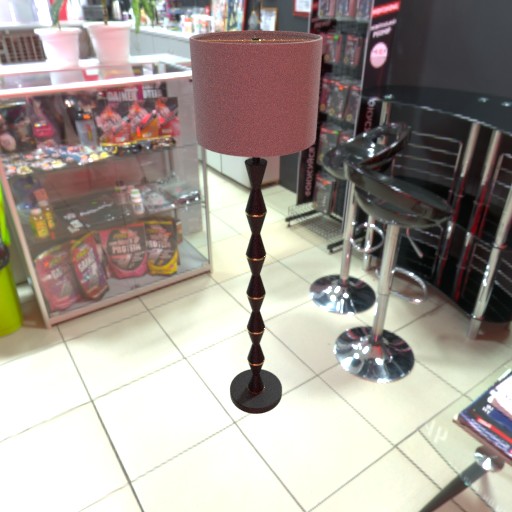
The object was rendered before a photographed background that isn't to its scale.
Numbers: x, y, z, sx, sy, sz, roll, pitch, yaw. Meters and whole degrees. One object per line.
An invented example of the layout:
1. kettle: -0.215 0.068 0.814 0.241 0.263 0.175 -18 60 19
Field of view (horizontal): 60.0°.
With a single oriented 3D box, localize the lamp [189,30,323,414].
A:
1. lamp: 0.000 0.000 1.660 0.381 1.480 0.381 -1 32 -1
